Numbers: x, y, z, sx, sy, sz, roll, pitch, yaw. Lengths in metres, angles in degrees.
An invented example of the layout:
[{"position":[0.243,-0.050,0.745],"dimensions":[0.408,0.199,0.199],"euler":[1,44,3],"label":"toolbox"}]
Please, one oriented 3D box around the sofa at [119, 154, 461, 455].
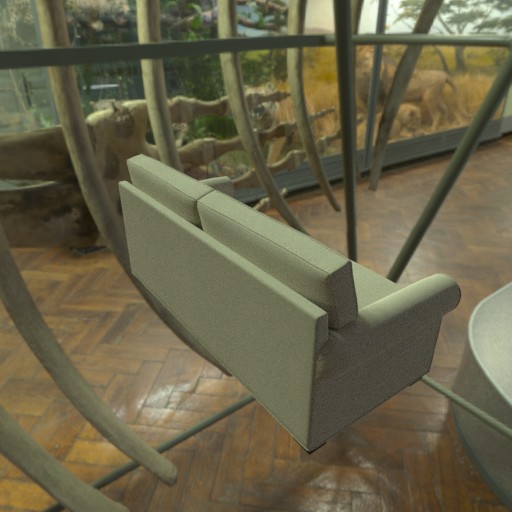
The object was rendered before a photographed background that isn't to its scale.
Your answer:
[{"position":[0.000,0.000,2.698],"dimensions":[0.901,0.962,2.146],"euler":[-19,33,-32],"label":"sofa"}]
